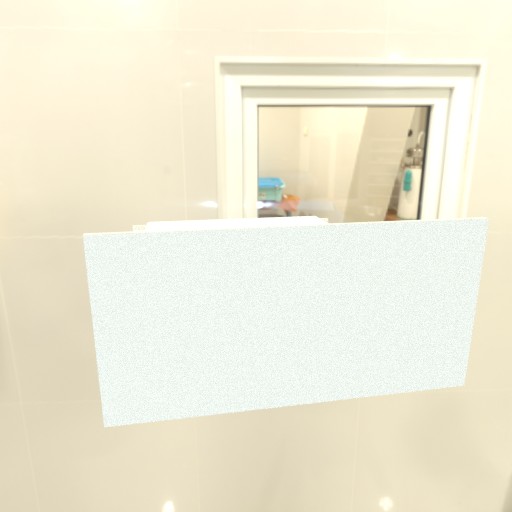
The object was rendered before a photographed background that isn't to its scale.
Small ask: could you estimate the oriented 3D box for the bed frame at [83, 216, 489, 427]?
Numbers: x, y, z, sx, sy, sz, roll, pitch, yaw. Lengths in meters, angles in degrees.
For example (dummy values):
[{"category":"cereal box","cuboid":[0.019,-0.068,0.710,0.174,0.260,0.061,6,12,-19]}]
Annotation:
[{"category":"bed frame","cuboid":[0.000,0.000,2.751,1.622,0.800,1.960,-3,16,-10]}]
